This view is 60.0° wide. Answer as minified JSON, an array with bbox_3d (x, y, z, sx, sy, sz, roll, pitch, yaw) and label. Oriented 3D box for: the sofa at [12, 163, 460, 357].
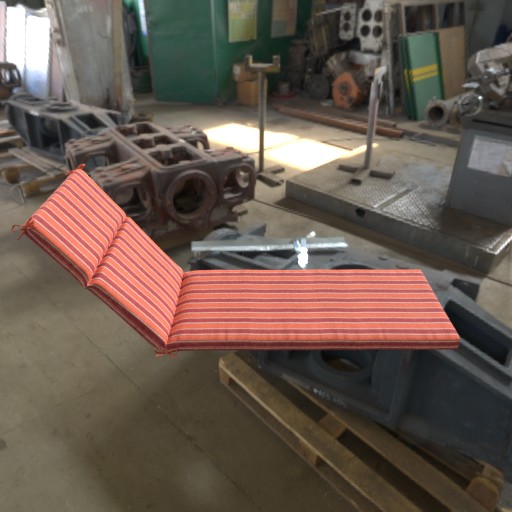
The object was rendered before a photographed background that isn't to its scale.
[{"bbox_3d":[0.000,0.000,1.870,1.663,0.622,0.582,0,32,0],"label":"sofa"}]
